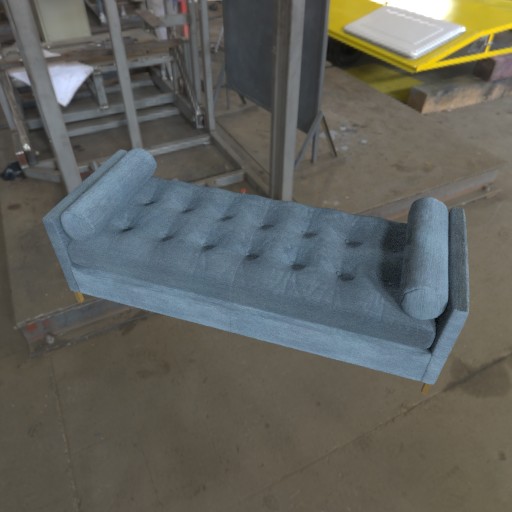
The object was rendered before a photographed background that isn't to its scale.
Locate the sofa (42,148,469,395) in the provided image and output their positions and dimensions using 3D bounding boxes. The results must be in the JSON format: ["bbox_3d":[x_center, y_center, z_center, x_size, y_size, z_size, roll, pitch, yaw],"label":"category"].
[{"bbox_3d":[0.000,0.000,2.506,2.102,0.705,0.796,12,43,13],"label":"sofa"}]
